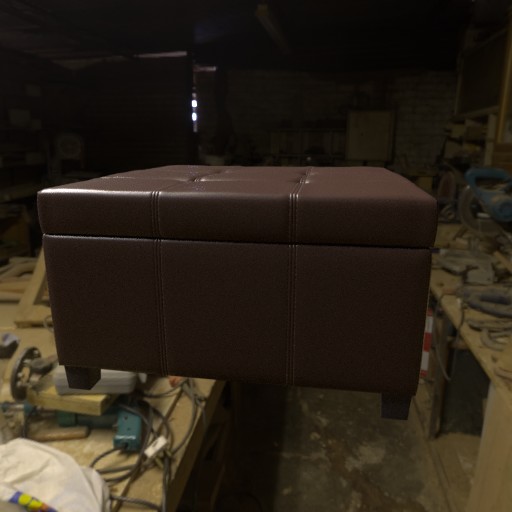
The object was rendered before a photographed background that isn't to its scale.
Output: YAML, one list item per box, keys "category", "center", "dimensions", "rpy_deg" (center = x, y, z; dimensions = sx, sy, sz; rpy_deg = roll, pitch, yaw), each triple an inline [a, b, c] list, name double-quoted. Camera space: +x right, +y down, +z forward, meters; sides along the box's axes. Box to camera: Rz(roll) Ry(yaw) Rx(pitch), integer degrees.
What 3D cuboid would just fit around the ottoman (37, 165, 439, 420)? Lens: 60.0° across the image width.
- category: "ottoman"
  center: [0.000, 0.000, 1.250]
  dimensions: [0.788, 0.460, 0.787]
  rpy_deg: [2, 15, 9]
